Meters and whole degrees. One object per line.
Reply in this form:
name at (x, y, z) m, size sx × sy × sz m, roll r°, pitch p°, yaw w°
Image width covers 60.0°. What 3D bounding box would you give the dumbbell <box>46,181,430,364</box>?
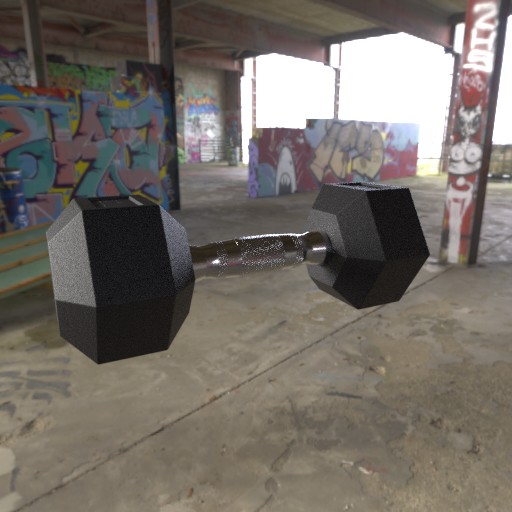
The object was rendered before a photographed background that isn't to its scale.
dumbbell at (0.000, 0.000, 0.354) m, size 0.297 × 0.101 × 0.116 m, roll -7°, pitch 17°, yaw -25°
